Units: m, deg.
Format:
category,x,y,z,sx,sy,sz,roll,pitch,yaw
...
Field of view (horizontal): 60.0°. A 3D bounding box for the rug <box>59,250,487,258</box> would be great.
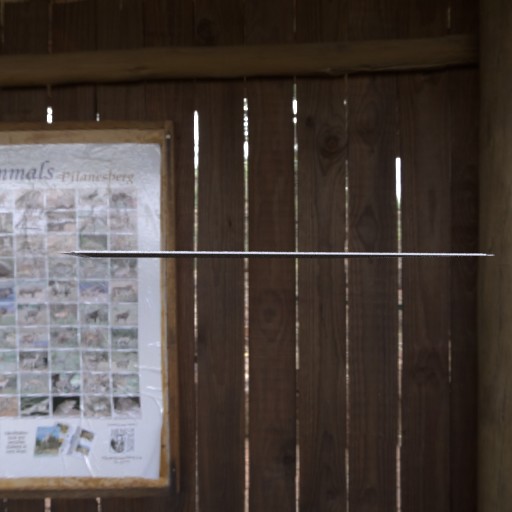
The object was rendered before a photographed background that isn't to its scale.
category,x,y,z,sx,sy,sz,roll,pitch,yaw
rug,0.000,0.000,3.830,2.910,0.013,2.256,0,-1,-18
